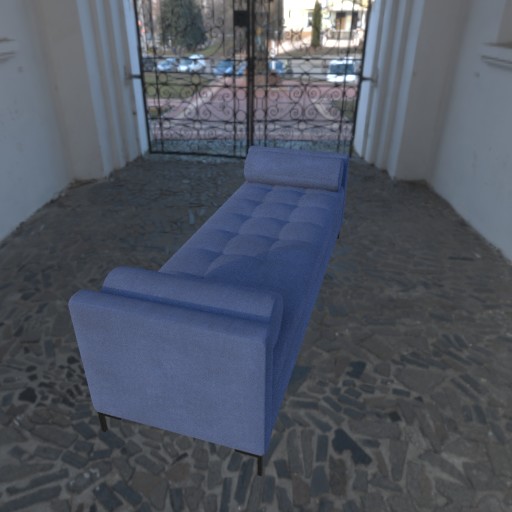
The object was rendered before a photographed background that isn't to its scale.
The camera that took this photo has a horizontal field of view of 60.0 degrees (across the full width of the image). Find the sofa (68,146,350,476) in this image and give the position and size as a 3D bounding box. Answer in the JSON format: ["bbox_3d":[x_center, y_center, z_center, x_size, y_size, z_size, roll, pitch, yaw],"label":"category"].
[{"bbox_3d":[0.000,0.000,2.321,0.686,0.635,1.981,9,30,15],"label":"sofa"}]
